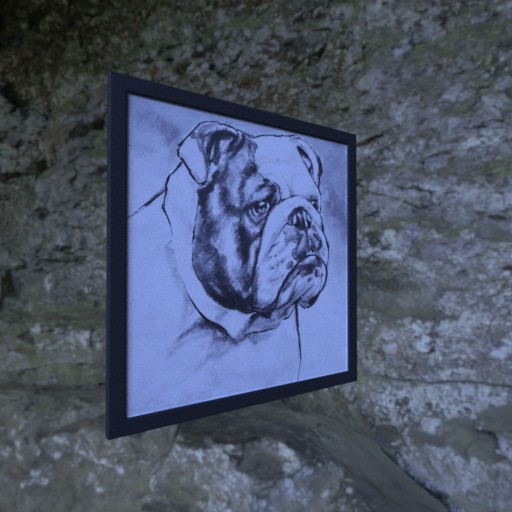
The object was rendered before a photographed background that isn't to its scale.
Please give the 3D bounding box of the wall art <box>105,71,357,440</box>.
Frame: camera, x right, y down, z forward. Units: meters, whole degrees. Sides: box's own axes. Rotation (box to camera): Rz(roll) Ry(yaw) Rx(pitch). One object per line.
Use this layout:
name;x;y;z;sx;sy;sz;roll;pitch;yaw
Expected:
wall art;0.000;0.000;0.841;0.562;0.558;0.012;1;-1;-37
